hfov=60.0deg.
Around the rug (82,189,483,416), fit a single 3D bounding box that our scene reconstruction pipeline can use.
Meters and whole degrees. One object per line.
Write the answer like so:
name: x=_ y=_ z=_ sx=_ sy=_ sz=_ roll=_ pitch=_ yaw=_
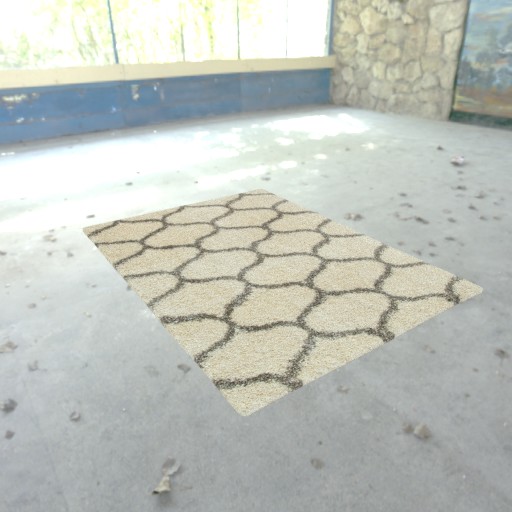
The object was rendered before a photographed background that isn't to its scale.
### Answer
rug: x=0.000 y=0.000 z=2.123 sx=1.200 sy=0.025 sz=1.600 roll=-17 pitch=31 yaw=-31
